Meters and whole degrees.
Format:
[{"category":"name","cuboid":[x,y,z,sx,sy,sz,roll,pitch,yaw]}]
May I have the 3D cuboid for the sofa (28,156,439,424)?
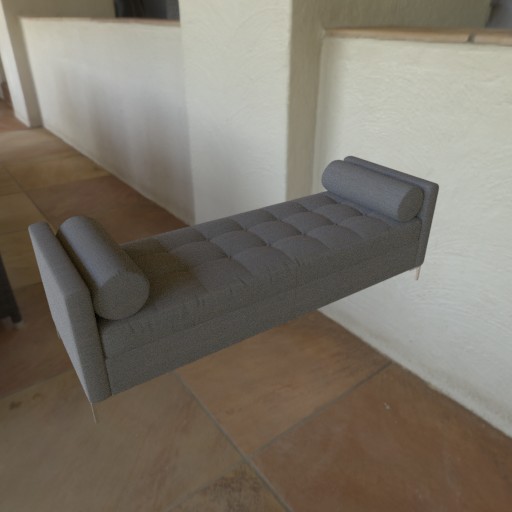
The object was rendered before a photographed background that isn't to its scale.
[{"category":"sofa","cuboid":[0.000,0.000,2.334,1.981,0.635,0.686,-18,33,-29]}]
